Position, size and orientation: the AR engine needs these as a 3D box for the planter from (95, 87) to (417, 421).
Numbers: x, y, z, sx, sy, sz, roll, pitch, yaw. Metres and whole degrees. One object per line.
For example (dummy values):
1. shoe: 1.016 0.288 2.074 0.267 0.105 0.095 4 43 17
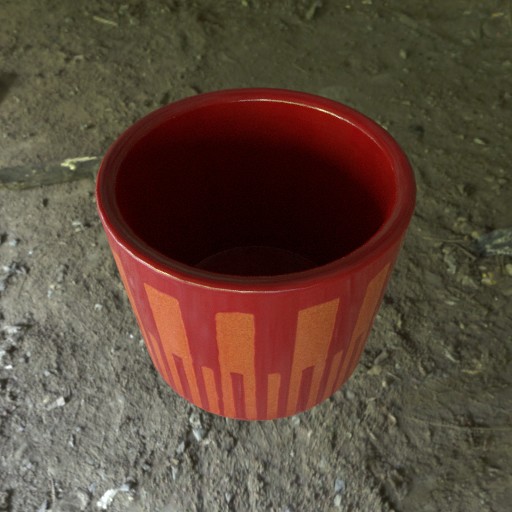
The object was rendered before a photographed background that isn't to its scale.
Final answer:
1. planter: 0.000 0.000 0.397 0.230 0.202 0.230 0 49 0
